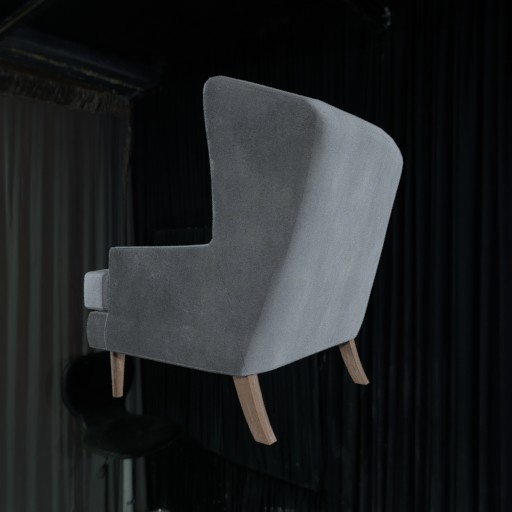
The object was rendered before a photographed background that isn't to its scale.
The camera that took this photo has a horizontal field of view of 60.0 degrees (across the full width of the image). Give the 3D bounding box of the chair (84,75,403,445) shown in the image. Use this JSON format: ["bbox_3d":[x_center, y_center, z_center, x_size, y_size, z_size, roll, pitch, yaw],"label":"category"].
[{"bbox_3d":[0.000,0.000,1.553,0.906,0.950,0.784,0,0,36],"label":"chair"}]
